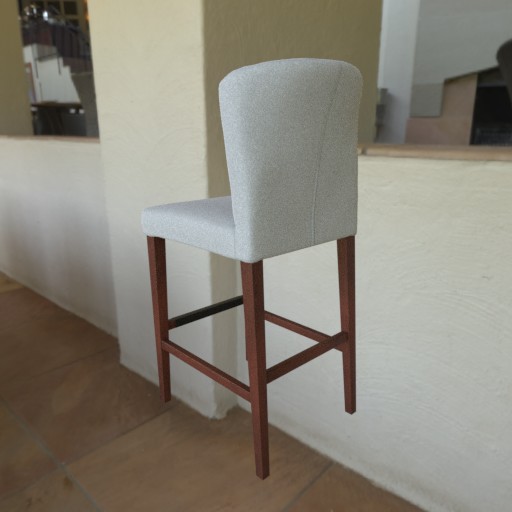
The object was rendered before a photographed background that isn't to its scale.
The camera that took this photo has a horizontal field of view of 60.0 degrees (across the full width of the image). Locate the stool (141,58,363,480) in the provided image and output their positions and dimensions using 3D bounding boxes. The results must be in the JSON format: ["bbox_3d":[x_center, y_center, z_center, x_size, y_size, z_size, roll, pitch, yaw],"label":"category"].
[{"bbox_3d":[0.000,0.000,1.374,0.479,1.069,0.568,-15,21,-42],"label":"stool"}]
